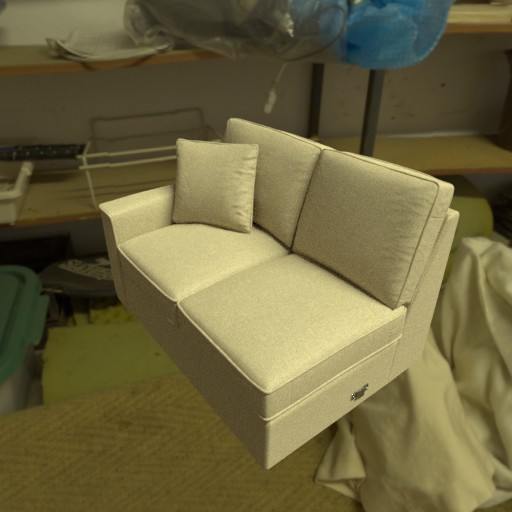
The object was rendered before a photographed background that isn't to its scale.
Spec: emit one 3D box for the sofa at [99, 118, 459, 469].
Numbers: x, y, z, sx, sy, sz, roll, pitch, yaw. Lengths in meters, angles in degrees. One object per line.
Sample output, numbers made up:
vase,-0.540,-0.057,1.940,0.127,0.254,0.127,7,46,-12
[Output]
sofa,0.000,0.000,2.091,0.991,0.989,1.388,-22,37,-32
